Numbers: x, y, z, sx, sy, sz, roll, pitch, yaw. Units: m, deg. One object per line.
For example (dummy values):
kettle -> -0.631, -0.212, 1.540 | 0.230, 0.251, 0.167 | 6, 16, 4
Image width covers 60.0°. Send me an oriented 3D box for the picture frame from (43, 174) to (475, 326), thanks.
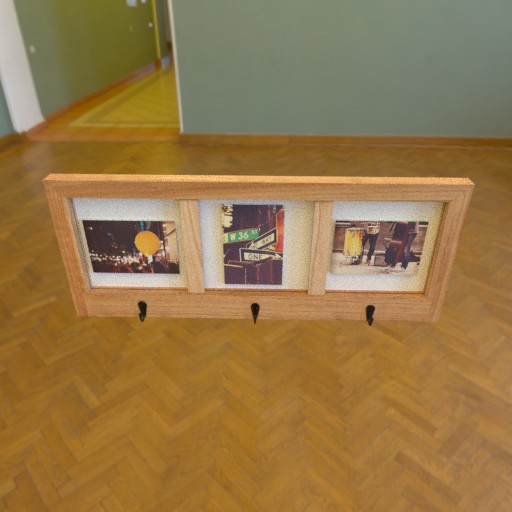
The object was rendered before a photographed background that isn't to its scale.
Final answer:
picture frame -> 0.000, 0.000, 0.659 | 0.582, 0.234, 0.045 | 1, 30, 1
